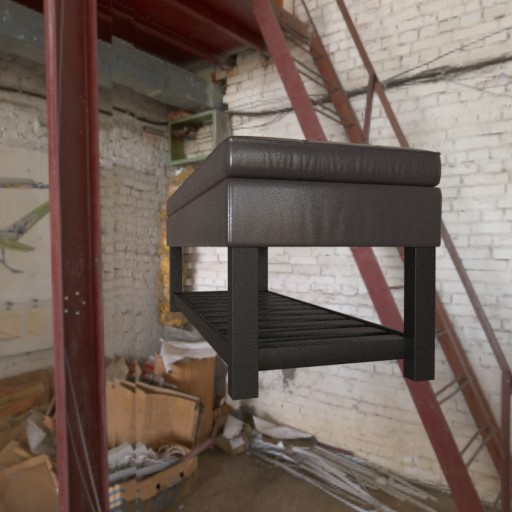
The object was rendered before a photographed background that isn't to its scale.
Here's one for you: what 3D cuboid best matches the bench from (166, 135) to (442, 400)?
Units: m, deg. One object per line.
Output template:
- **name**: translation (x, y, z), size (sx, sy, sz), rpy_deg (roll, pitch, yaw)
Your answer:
- **bench**: translation (0.000, 0.000, 1.312), size (0.432, 0.460, 1.105), rpy_deg (0, 1, -17)
